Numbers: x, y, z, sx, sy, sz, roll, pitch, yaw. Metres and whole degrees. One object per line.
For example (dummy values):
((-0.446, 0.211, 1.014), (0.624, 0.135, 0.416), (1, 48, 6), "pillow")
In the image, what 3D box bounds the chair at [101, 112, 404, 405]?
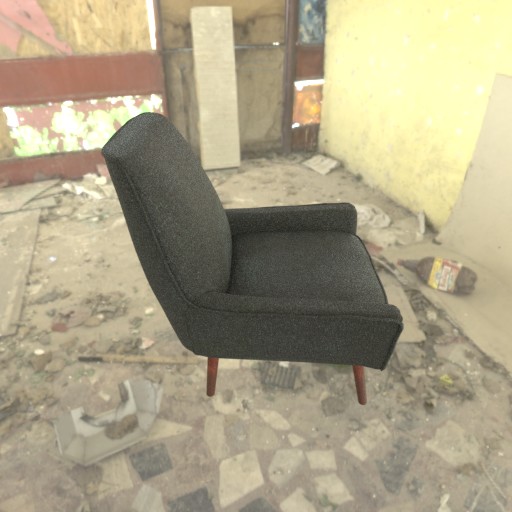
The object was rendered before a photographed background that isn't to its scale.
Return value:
((0.000, 0.000, 1.542), (0.859, 0.883, 0.763), (0, 32, 0), "chair")
